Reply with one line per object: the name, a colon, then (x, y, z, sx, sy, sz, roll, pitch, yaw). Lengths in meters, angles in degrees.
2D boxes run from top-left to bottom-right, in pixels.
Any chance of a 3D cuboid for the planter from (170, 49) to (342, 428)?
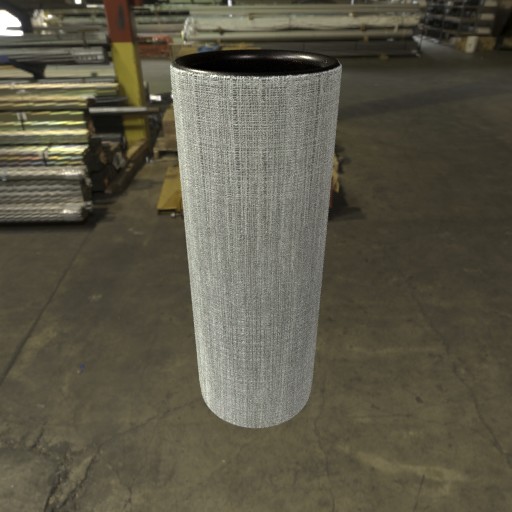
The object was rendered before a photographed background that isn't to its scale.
planter: (0.000, 0.000, 0.330, 0.100, 0.270, 0.100, -1, 32, -2)
